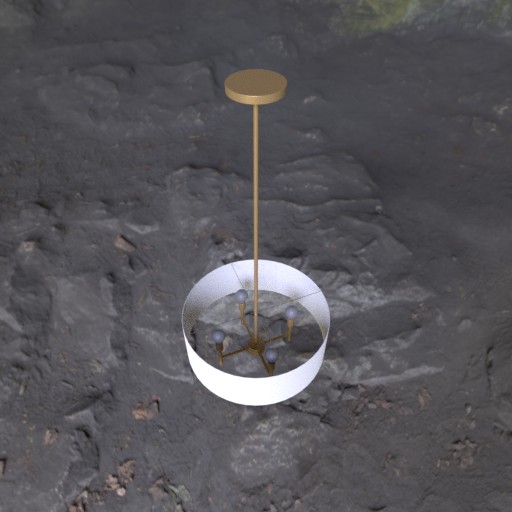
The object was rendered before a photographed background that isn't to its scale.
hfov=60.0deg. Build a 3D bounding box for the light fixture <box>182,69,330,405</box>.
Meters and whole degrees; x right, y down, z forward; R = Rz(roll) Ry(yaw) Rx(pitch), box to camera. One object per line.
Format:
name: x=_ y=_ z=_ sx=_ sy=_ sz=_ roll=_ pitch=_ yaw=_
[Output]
light fixture: x=0.000 y=0.000 z=1.335 sx=0.508 sy=1.067 sz=0.508 roll=0 pitch=45 yaw=0
